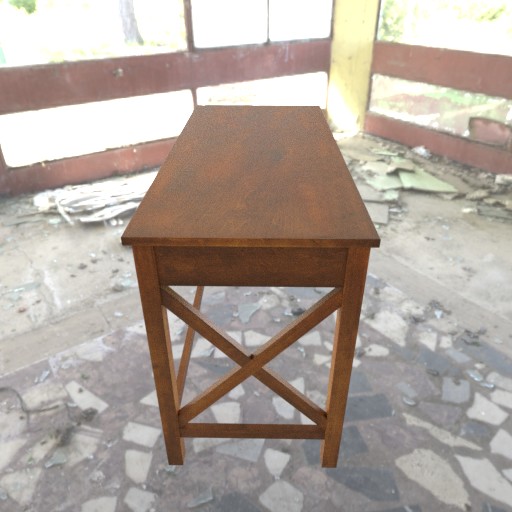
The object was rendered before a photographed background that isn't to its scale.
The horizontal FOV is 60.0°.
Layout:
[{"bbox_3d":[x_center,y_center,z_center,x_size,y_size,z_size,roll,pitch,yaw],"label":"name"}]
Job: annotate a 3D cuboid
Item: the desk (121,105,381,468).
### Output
[{"bbox_3d":[0.000,0.000,1.532,0.508,0.762,1.117,1,31,1],"label":"desk"}]
